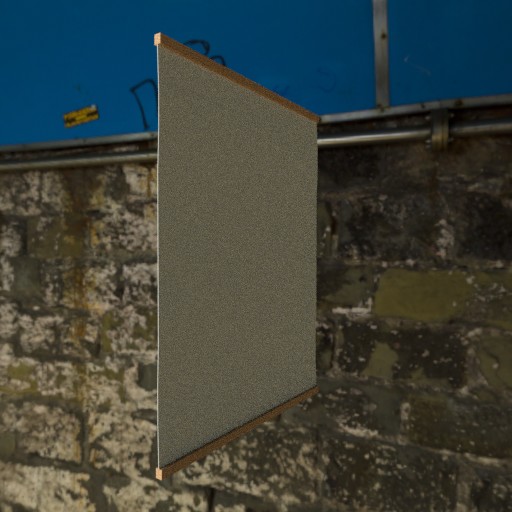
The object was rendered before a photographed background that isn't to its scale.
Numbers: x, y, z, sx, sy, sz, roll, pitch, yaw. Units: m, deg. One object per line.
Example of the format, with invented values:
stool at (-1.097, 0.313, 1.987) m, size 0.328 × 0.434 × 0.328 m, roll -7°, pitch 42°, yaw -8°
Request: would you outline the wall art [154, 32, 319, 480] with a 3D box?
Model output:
wall art at (0.000, 0.000, 0.789) m, size 0.011 × 0.605 × 0.458 m, roll 1°, pitch 1°, yaw 35°
